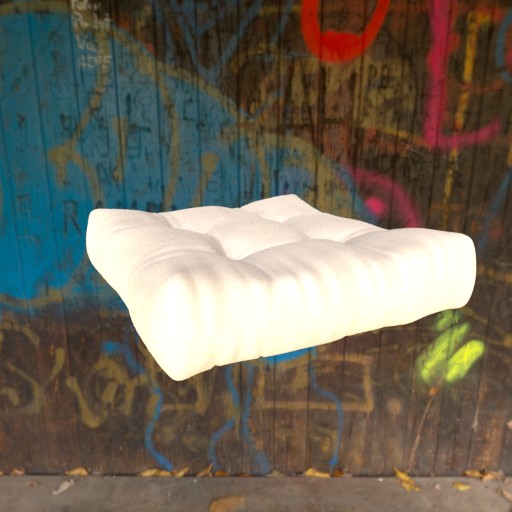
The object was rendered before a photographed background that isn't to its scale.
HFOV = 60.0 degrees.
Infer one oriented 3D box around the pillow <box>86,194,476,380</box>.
[{"bbox_3d":[0.000,0.000,0.720,0.468,0.128,0.490,-8,17,-27],"label":"pillow"}]
